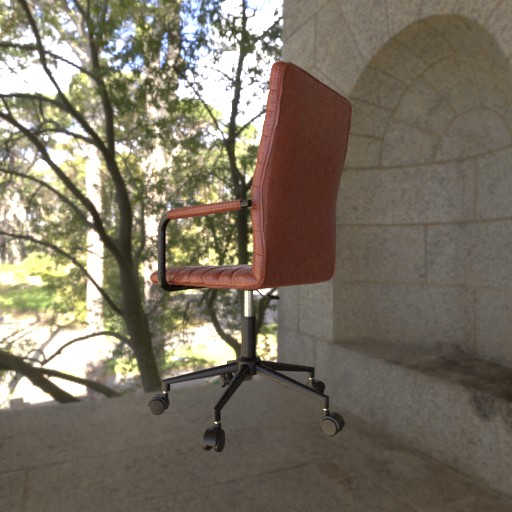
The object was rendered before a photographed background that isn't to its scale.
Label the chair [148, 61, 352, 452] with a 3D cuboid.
[{"bbox_3d":[0.000,0.000,1.372,0.580,0.979,0.608,0,0,36],"label":"chair"}]
